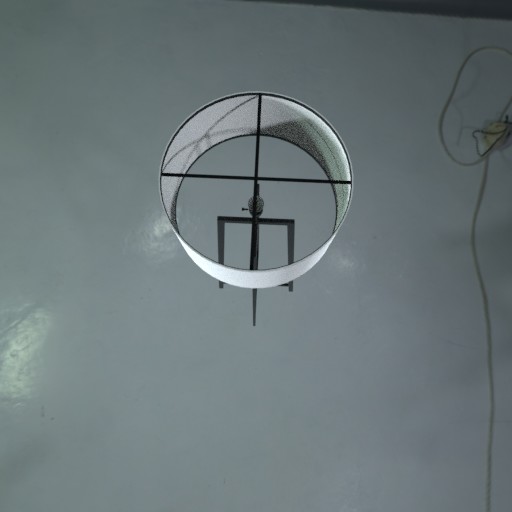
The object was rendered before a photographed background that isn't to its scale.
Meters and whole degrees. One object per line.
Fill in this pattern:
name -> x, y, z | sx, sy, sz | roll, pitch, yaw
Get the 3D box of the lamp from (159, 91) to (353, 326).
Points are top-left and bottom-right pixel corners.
lamp -> 0.000, 0.000, 1.772 | 0.456, 1.510, 0.457 | 3, 76, 1
